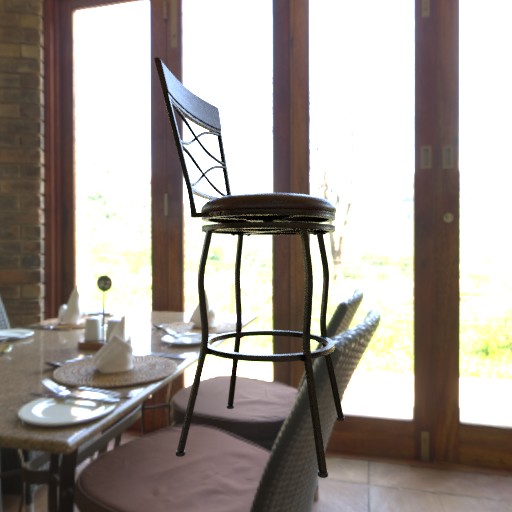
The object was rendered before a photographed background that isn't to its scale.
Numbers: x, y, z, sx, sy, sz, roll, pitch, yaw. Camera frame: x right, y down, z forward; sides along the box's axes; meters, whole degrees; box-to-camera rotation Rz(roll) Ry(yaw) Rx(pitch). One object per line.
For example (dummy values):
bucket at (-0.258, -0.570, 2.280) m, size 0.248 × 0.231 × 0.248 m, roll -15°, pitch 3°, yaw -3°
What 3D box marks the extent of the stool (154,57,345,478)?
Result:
stool at (0.000, 0.000, 1.406) m, size 0.513 × 1.130 × 0.448 m, roll 0°, pitch 0°, yaw 17°
